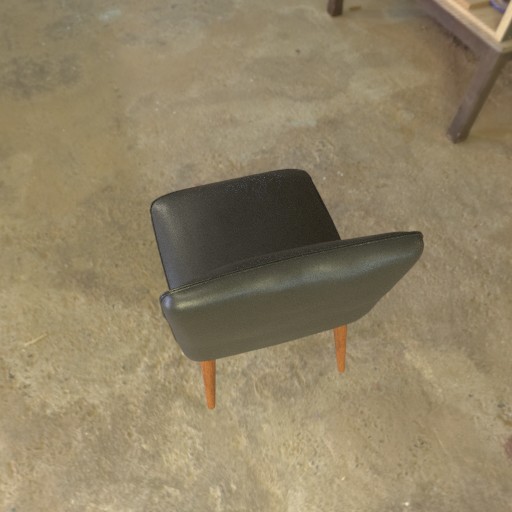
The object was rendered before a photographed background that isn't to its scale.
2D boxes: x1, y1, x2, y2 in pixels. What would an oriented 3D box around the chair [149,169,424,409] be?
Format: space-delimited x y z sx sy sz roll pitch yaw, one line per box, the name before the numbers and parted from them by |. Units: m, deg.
chair | 0.000 0.000 1.231 0.543 0.801 0.645 -17 59 -11
